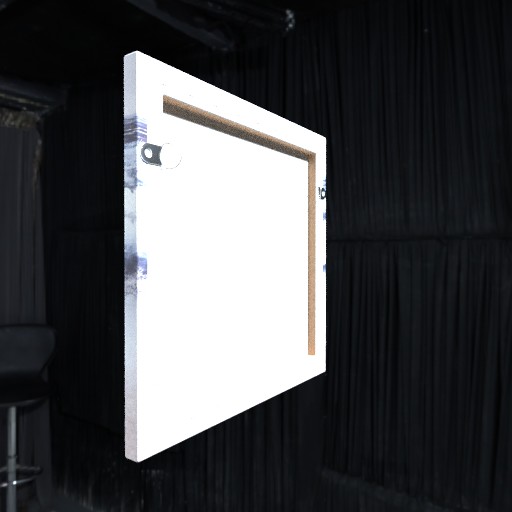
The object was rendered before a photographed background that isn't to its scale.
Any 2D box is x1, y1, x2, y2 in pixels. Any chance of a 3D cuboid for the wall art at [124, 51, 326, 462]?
[{"bbox_3d":[0.000,0.000,1.111,0.065,0.747,0.755,0,1,35],"label":"wall art"}]
